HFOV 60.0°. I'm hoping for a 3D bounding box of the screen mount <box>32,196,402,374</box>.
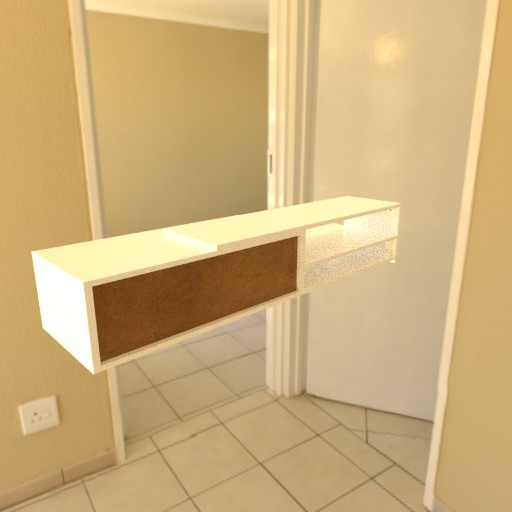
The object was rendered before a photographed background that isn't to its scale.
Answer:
[{"bbox_3d":[0.000,0.000,1.938,1.680,0.320,0.420,-15,22,-41],"label":"screen mount"}]
